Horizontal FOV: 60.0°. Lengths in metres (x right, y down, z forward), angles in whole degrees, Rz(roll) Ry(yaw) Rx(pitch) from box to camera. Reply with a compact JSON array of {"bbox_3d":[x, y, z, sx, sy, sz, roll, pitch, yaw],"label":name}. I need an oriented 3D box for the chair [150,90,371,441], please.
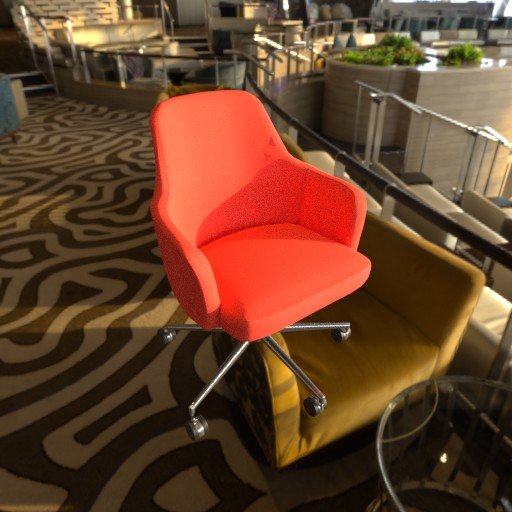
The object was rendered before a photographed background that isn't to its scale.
[{"bbox_3d":[0.000,0.000,1.276,0.655,0.820,0.600,-22,37,-32],"label":"chair"}]
